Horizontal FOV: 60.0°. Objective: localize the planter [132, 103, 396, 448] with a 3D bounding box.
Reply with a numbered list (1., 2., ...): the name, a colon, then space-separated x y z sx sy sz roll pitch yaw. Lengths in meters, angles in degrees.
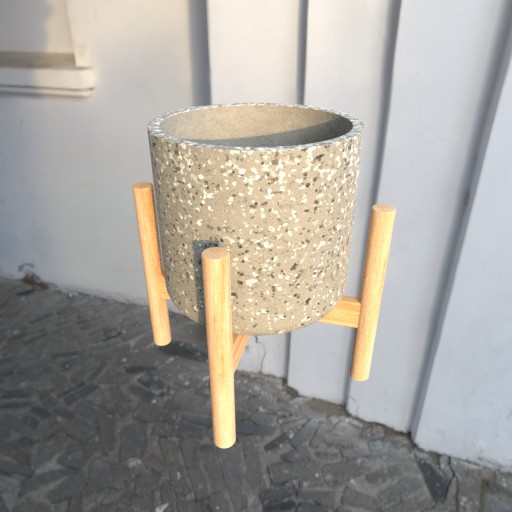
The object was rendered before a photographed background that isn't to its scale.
1. planter: 0.000 0.000 0.540 0.284 0.320 0.284 20 35 32
